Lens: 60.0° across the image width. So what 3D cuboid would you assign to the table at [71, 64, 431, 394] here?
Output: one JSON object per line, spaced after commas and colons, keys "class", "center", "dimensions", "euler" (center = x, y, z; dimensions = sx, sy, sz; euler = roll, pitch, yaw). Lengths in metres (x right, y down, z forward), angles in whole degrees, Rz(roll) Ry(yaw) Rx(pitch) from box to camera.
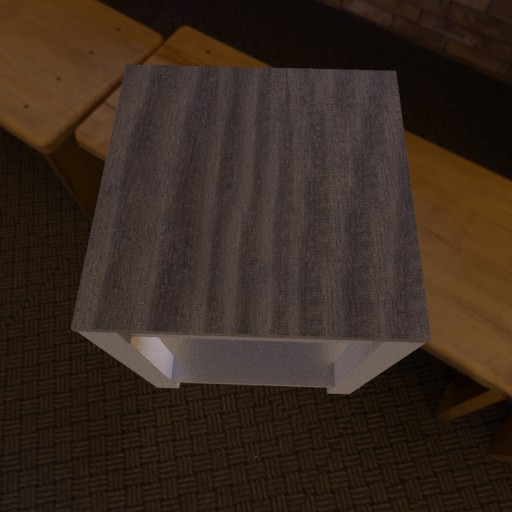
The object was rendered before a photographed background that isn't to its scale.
{"class": "table", "center": [0.000, 0.000, 0.990], "dimensions": [0.504, 0.587, 0.506], "euler": [2, 66, 1]}
